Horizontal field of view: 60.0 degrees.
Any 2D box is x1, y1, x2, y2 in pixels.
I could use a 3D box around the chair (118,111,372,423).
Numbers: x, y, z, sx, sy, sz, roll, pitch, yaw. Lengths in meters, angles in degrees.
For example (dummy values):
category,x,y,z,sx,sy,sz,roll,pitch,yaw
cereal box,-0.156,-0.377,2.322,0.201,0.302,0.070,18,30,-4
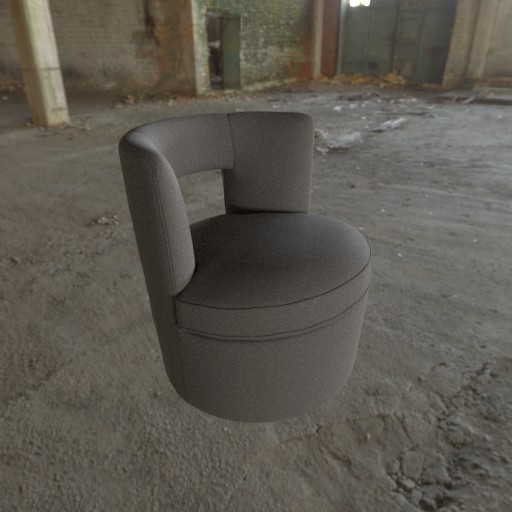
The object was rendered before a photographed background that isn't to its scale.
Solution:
category,x,y,z,sx,sy,sz,roll,pitch,yaw
chair,0.000,0.000,1.286,0.660,0.719,0.689,17,31,31
